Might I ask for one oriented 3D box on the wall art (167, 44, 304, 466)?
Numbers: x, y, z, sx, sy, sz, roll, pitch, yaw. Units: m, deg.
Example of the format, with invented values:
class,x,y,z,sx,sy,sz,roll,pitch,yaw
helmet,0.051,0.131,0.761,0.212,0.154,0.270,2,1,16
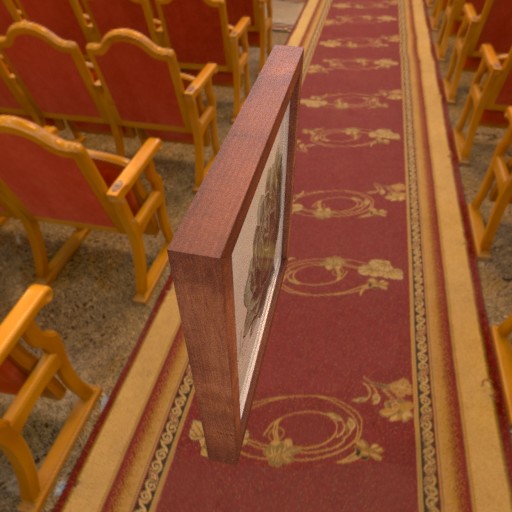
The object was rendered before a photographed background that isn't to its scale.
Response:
class,x,y,z,sx,sy,sz,roll,pitch,yaw
wall art,0.000,0.000,0.573,0.038,0.385,0.386,9,46,9
